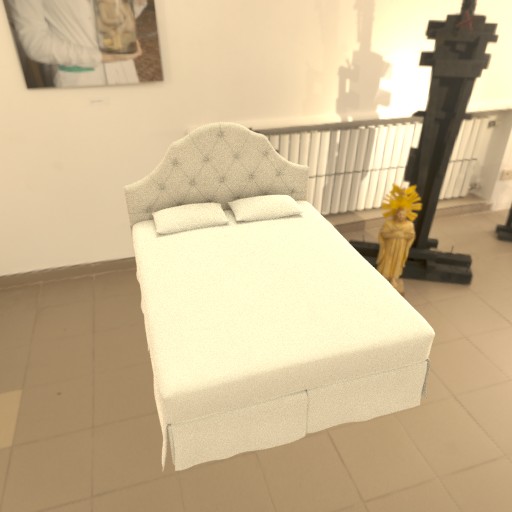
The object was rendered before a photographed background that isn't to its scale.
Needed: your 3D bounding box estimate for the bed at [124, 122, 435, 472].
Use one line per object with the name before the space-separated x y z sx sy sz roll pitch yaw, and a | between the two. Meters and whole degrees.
bed | 0.000 0.000 3.736 2.039 1.617 2.477 -9 33 -15
